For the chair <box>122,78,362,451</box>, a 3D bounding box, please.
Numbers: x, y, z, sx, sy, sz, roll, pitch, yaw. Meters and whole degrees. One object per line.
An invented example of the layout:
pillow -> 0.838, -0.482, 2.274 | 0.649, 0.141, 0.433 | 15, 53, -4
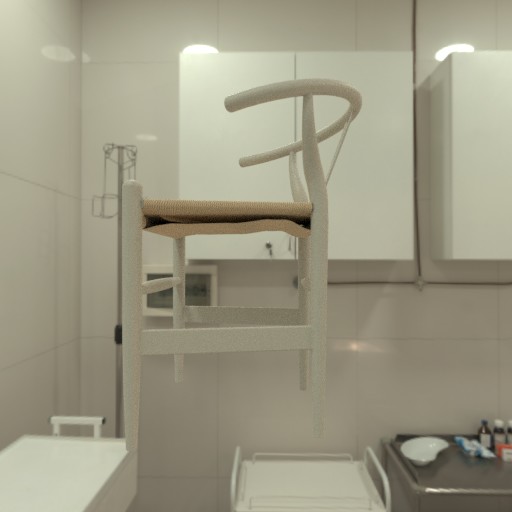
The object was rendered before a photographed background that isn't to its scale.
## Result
chair -> 0.000, 0.000, 1.073 | 0.500, 0.736, 0.533 | 0, -1, 1
